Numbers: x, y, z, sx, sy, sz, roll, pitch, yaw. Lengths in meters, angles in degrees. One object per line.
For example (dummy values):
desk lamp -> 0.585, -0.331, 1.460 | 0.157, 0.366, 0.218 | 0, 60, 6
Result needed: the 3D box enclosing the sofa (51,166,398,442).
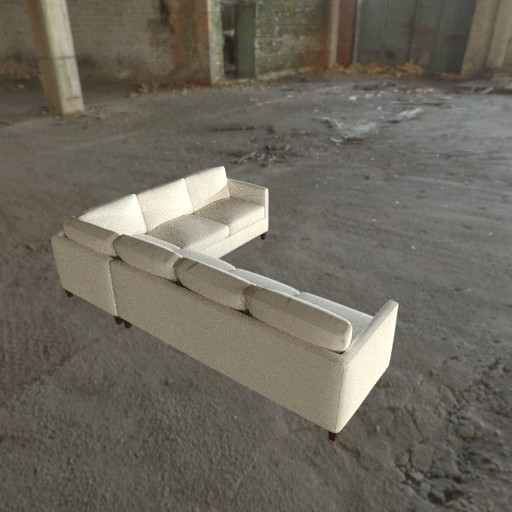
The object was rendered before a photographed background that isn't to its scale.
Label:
sofa -> 0.000, 0.000, 4.600 | 3.302, 0.947, 2.593 | 19, 32, 32
